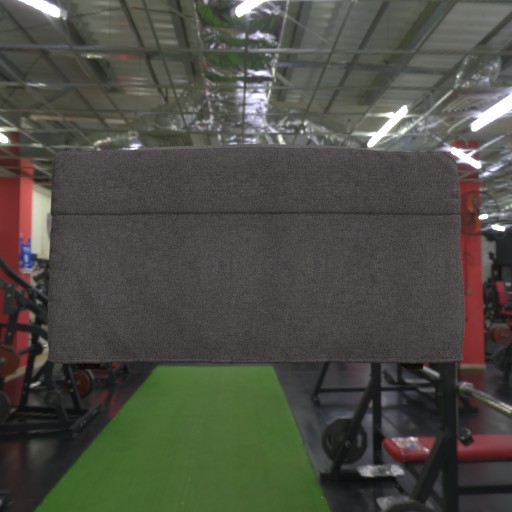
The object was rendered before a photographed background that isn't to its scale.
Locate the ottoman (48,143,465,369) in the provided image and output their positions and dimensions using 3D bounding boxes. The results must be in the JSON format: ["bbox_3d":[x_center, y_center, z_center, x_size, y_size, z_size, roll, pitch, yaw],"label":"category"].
[{"bbox_3d":[0.000,0.000,1.190,0.833,0.492,0.652,0,-2,0],"label":"ottoman"}]
